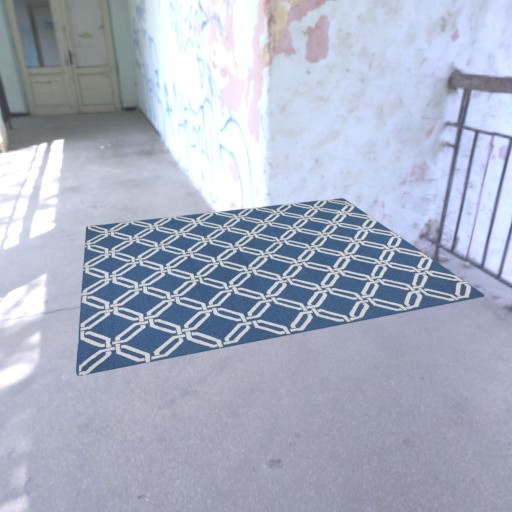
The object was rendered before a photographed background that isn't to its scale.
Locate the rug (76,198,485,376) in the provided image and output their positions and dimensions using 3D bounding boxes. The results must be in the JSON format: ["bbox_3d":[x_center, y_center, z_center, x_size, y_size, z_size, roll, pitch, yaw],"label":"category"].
[{"bbox_3d":[0.000,0.000,3.867,2.867,0.020,2.277,-8,28,-16],"label":"rug"}]
